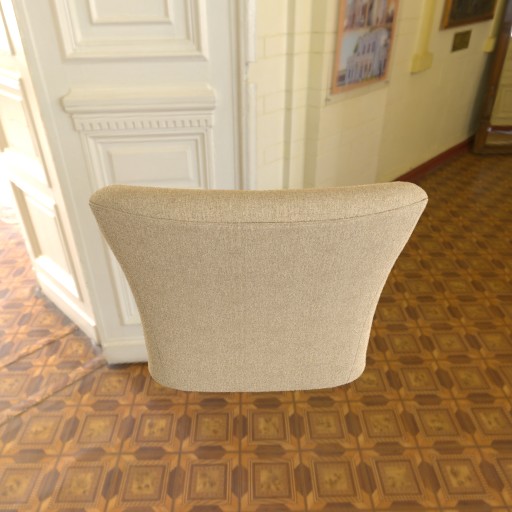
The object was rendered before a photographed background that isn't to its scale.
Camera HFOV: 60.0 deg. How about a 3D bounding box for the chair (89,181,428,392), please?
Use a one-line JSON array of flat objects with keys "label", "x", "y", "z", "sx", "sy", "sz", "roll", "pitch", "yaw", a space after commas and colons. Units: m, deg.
[{"label": "chair", "x": 0.000, "y": 0.000, "z": 1.578, "sx": 0.864, "sy": 0.856, "sz": 0.923, "roll": -1, "pitch": 32, "yaw": -1}]
